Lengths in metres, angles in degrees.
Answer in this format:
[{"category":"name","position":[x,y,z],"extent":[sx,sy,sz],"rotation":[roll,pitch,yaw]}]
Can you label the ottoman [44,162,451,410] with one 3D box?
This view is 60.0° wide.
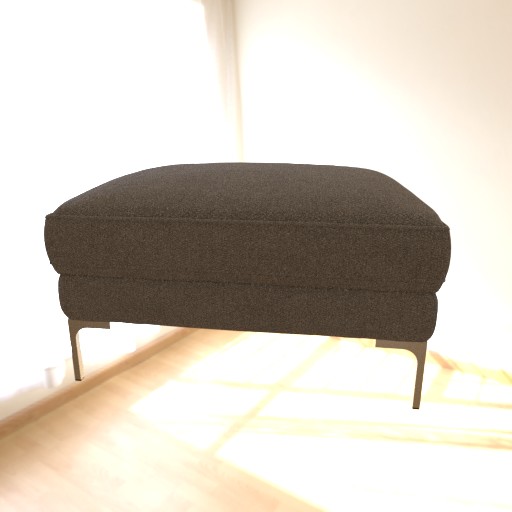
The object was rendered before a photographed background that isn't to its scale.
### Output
[{"category":"ottoman","position":[0.000,0.000,1.140],"extent":[0.785,0.464,0.583],"rotation":[2,16,8]}]
